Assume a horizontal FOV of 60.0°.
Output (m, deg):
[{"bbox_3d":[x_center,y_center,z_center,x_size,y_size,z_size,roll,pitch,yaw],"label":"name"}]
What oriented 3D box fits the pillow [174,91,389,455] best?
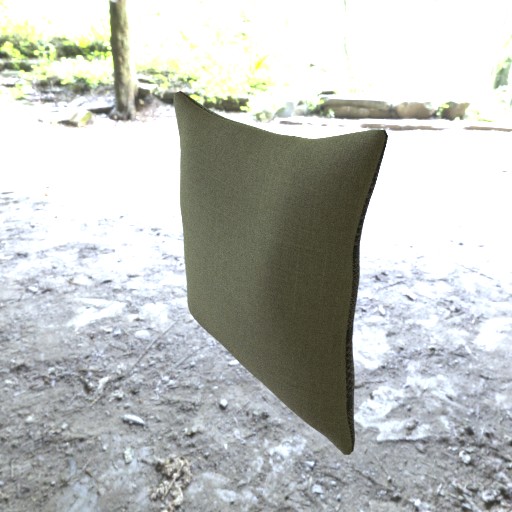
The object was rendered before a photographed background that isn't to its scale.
[{"bbox_3d":[0.000,0.000,0.662,0.138,0.432,0.435,-17,31,-31],"label":"pillow"}]
